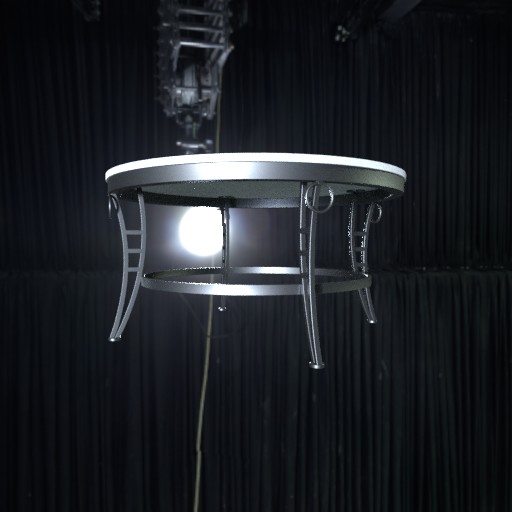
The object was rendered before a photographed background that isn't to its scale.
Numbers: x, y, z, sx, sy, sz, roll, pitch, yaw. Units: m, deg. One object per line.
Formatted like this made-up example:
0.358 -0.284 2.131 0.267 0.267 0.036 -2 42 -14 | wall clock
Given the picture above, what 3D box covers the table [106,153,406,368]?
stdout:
0.000 0.000 1.393 0.889 0.470 0.889 0 2 0 | table
